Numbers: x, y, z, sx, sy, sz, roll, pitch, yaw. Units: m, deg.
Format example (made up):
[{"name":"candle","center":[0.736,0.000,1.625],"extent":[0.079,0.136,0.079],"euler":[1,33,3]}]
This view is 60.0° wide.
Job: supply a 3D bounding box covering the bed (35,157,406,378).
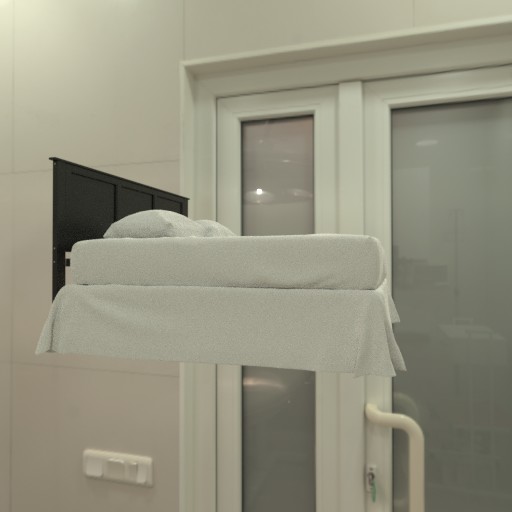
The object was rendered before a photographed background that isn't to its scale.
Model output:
[{"name":"bed","center":[0.000,0.000,3.542],"extent":[2.219,1.271,2.315],"euler":[0,-1,17]}]
